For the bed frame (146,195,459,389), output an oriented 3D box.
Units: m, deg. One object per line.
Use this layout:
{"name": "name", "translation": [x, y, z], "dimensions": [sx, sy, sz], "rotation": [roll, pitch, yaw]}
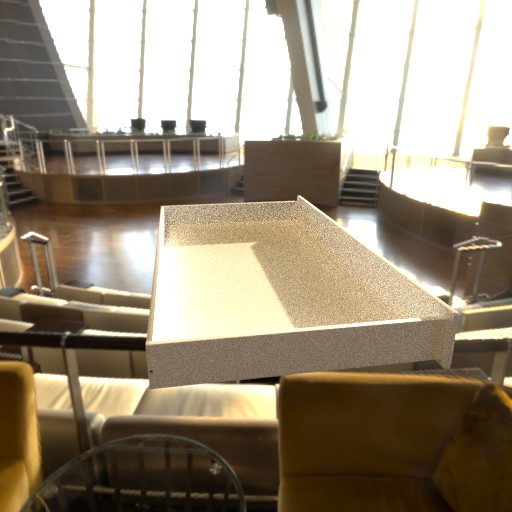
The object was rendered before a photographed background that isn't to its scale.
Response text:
{"name": "bed frame", "translation": [0.000, 0.000, 1.536], "dimensions": [0.670, 0.141, 1.300], "rotation": [-3, 20, -10]}
